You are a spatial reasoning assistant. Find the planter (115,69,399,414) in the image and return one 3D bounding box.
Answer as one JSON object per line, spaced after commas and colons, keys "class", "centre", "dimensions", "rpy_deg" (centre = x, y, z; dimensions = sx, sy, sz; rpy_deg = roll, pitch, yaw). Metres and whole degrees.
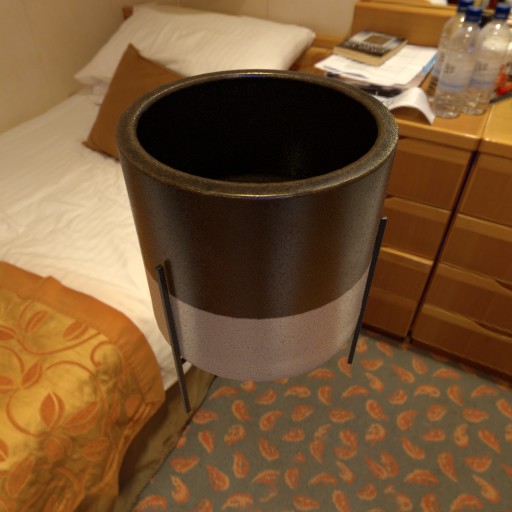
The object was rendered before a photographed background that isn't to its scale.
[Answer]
{"class": "planter", "centre": [0.000, 0.000, 0.702], "dimensions": [0.345, 0.465, 0.354], "rpy_deg": [-13, 43, -14]}
